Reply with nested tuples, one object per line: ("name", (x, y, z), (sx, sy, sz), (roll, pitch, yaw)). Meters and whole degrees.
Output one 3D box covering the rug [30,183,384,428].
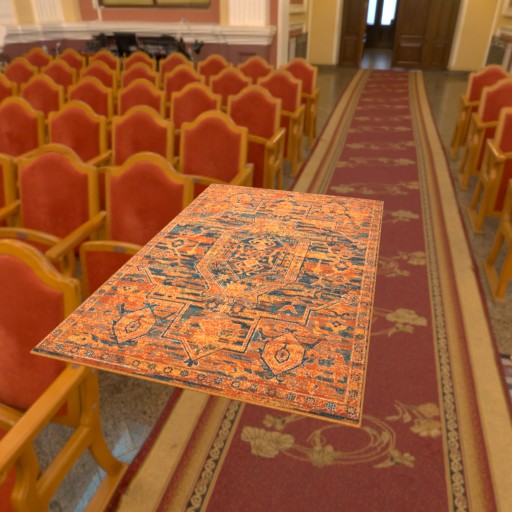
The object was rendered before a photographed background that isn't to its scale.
("rug", (0.000, 0.000, 1.051), (0.557, 0.008, 0.863), (8, 30, 14))
